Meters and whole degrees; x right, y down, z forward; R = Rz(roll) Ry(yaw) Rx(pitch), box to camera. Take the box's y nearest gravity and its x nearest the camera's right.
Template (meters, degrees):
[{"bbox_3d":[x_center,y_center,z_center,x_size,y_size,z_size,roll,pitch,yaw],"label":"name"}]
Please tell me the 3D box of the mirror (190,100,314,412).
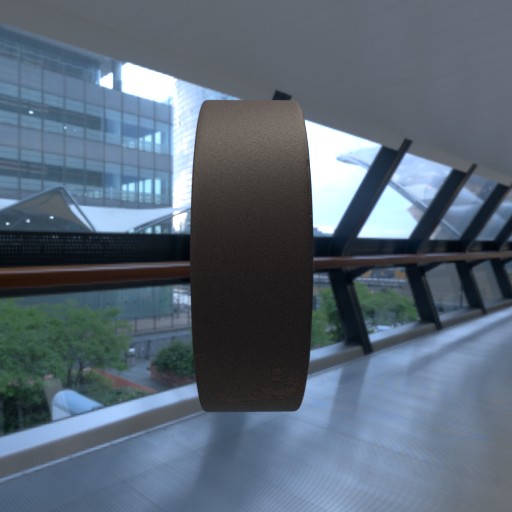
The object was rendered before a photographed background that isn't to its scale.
[{"bbox_3d":[0.000,0.000,0.581,0.126,0.386,0.386,0,0,-1],"label":"mirror"}]
